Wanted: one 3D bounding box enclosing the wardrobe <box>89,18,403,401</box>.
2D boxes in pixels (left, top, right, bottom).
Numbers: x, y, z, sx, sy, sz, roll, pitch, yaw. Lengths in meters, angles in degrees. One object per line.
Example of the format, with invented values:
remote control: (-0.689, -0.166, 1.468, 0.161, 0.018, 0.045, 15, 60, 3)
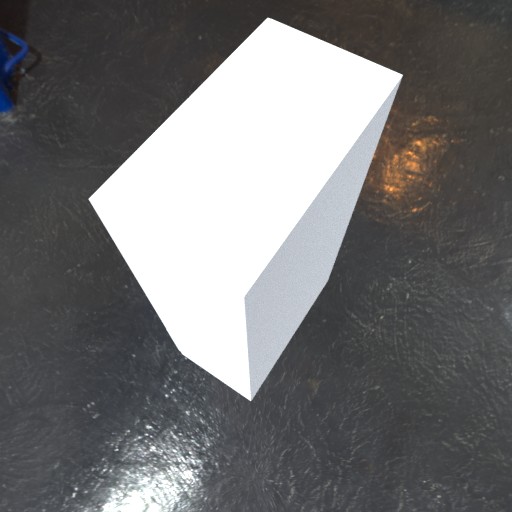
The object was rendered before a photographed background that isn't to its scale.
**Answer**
wardrobe: (0.000, 0.000, 2.241, 0.577, 1.808, 0.991, 30, 67, 14)
